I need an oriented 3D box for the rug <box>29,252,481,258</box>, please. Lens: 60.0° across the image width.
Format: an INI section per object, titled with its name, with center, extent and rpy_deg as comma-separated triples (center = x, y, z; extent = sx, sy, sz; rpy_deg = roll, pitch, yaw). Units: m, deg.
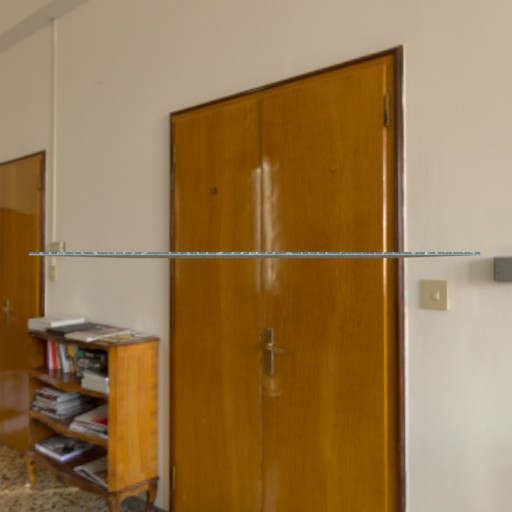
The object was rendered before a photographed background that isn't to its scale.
[rug]
center = 0.000, 0.000, 2.868
extent = 2.144, 0.015, 1.543
rpy_deg = 0, -1, 1
